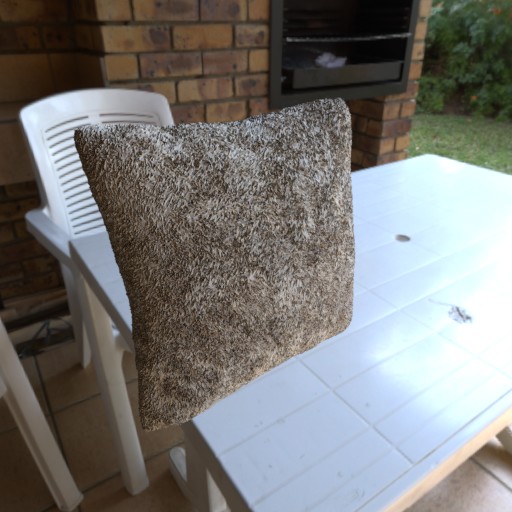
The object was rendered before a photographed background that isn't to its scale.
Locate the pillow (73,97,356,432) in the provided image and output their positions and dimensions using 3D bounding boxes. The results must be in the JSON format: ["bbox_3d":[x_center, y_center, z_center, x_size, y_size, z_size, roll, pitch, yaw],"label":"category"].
[{"bbox_3d":[0.000,0.000,0.806,0.529,0.515,0.218,-21,34,-34],"label":"pillow"}]
